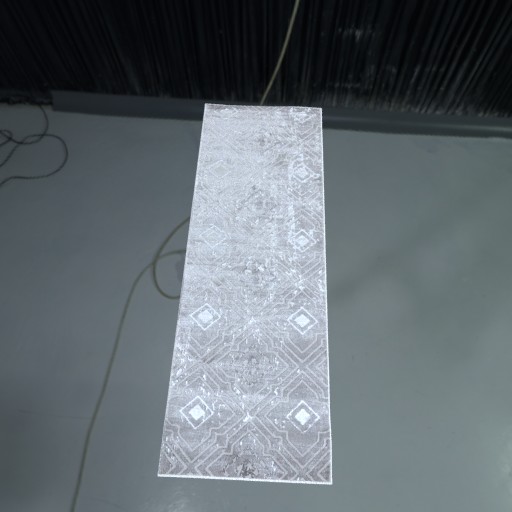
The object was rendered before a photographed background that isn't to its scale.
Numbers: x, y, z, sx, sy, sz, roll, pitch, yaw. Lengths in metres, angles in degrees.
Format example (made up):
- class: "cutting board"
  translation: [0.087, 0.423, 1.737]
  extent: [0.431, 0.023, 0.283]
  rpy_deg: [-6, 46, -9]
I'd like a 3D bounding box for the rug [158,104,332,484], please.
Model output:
- class: "rug"
  translation: [0.000, 0.000, 2.631]
  extent: [0.832, 0.035, 2.381]
  rpy_deg: [2, 64, 1]
